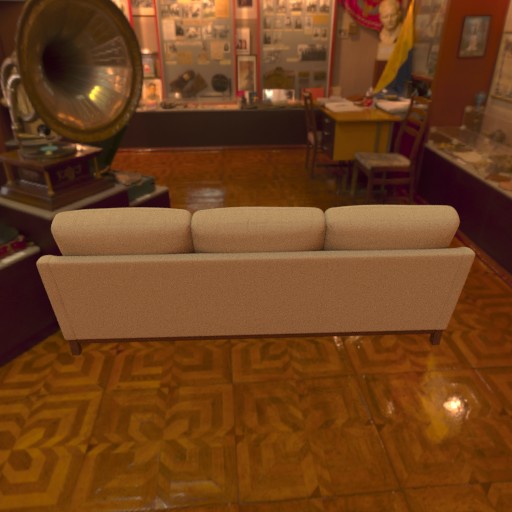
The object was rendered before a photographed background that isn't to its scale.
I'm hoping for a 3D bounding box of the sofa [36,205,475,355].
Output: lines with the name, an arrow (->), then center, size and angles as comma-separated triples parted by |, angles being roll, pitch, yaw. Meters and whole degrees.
sofa -> 0.000, 0.000, 2.851 | 2.321, 0.913, 1.000 | -1, 28, -2
